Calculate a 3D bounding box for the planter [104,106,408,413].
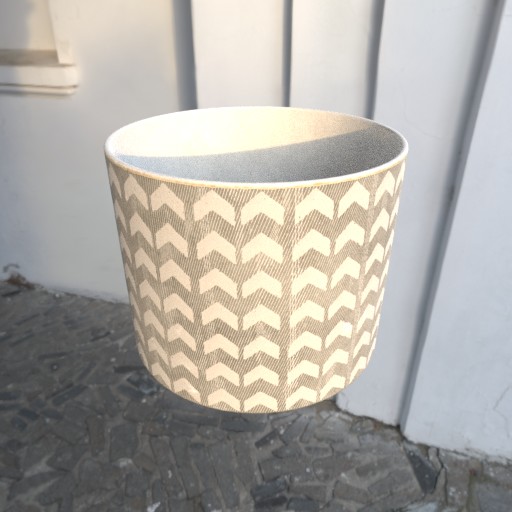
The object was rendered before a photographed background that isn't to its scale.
[{"bbox_3d":[0.000,0.000,0.332,0.190,0.181,0.190,0,29,0],"label":"planter"}]
